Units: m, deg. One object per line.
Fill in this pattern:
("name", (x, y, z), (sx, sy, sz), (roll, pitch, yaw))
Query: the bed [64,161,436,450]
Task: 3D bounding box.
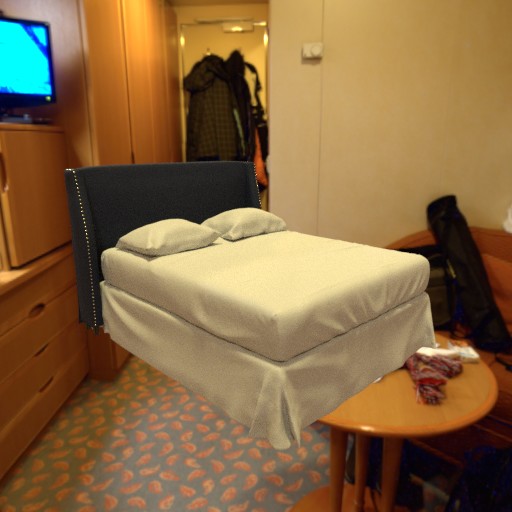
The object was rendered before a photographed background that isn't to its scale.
("bed", (0.000, 0.000, 3.389), (1.925, 1.332, 2.276), (-14, 20, -43))
